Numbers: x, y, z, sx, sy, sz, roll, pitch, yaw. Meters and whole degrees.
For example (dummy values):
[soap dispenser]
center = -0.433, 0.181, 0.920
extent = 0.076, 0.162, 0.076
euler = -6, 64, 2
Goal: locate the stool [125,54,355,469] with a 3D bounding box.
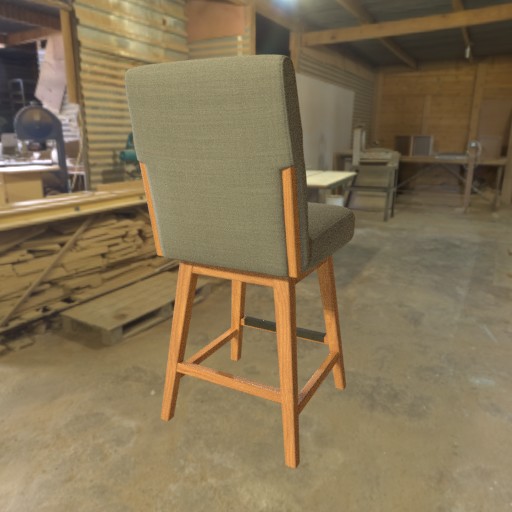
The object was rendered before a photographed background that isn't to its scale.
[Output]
[stool]
center = 0.000, 0.000, 1.319
extent = 0.459, 1.019, 0.570
euler = 8, 18, 27
